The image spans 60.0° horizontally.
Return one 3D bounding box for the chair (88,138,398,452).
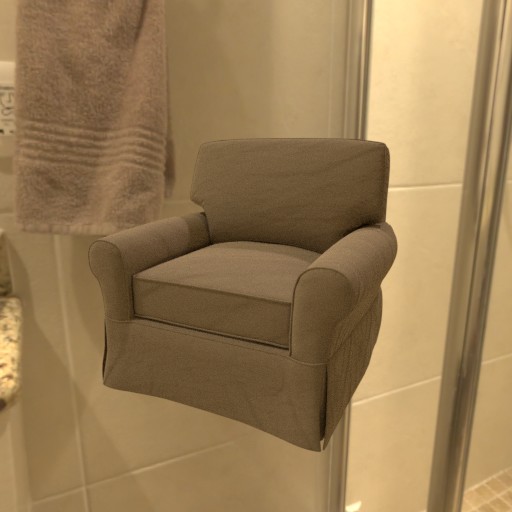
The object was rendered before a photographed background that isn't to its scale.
[{"bbox_3d":[0.000,0.000,1.961,1.135,1.017,0.988,7,16,26],"label":"chair"}]
